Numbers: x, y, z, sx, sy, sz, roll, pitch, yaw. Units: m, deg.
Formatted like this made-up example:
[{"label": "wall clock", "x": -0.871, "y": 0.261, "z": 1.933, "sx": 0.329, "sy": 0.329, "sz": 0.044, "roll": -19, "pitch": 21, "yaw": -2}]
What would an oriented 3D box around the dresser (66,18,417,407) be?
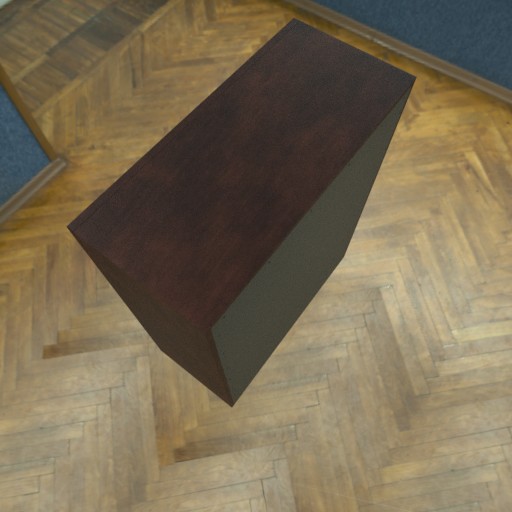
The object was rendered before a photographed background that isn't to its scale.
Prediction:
[{"label": "dresser", "x": 0.000, "y": 0.000, "z": 2.000, "sx": 0.506, "sy": 1.514, "sz": 1.072, "roll": 34, "pitch": 68, "yaw": 15}]
